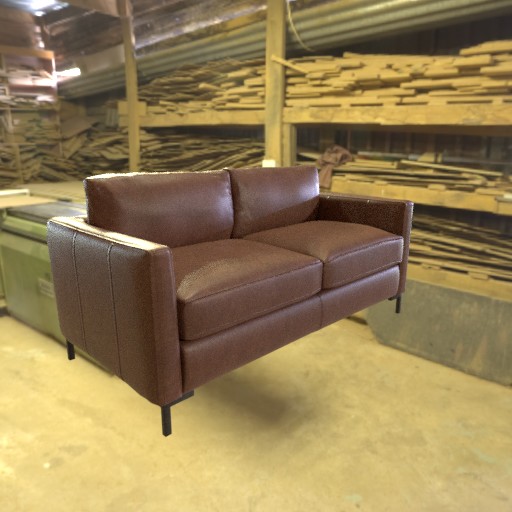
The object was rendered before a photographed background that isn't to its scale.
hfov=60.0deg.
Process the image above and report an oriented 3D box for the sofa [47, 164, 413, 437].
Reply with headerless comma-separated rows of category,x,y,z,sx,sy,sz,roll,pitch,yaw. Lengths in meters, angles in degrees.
sofa,0.000,0.000,2.308,0.899,0.883,1.797,14,20,43
